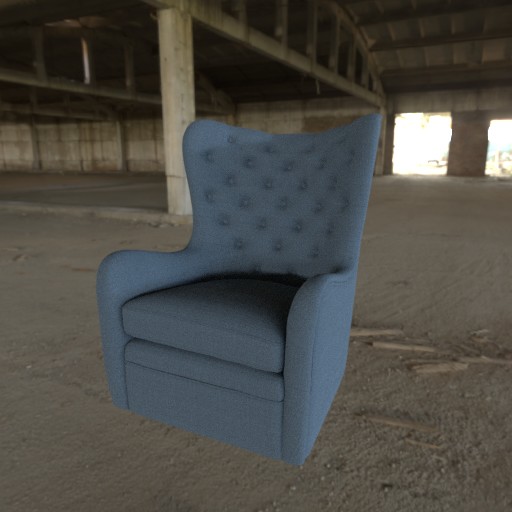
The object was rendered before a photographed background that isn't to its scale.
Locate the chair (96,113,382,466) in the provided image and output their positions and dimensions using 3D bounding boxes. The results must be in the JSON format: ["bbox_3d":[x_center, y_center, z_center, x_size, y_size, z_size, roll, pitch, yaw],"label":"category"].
[{"bbox_3d":[0.000,0.000,1.740,0.831,1.079,0.930,6,15,25],"label":"chair"}]
